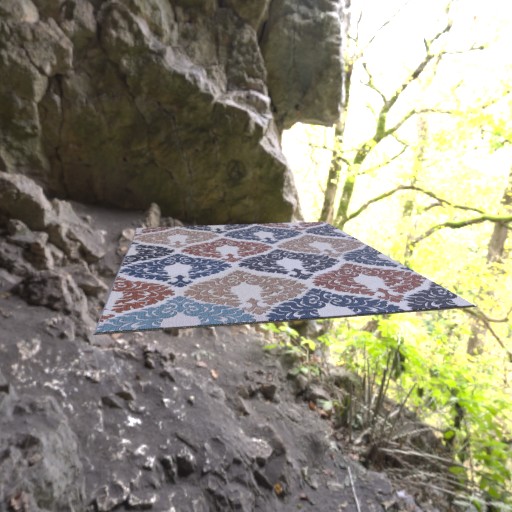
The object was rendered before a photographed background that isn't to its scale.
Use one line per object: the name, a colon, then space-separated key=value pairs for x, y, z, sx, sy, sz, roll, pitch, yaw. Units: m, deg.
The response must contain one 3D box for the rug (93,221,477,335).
rug: x=0.000 y=0.000 z=4.147 sx=2.423 sy=0.014 sz=3.040 roll=-3 pitch=15 yaw=-10
